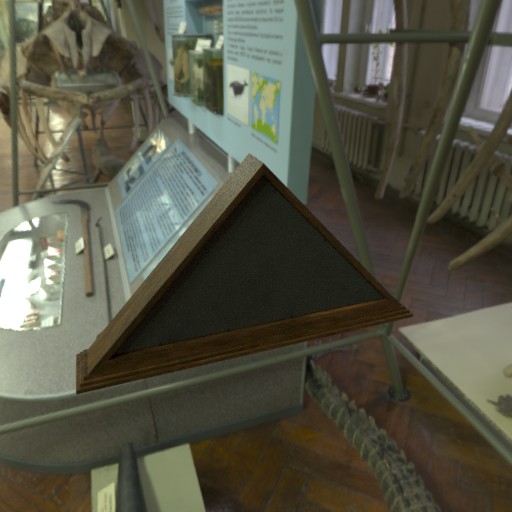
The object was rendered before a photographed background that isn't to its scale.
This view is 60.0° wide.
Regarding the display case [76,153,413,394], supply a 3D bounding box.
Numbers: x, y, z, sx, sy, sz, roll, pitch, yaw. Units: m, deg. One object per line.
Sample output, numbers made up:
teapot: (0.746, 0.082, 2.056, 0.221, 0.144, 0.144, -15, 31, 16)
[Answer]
display case: (0.000, 0.000, 0.763, 0.640, 0.340, 0.095, -9, 28, -17)
